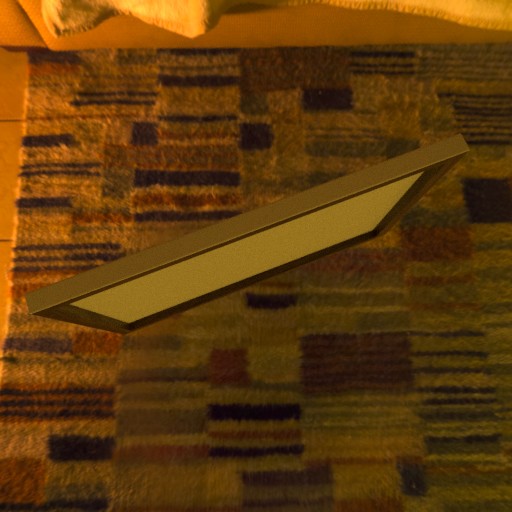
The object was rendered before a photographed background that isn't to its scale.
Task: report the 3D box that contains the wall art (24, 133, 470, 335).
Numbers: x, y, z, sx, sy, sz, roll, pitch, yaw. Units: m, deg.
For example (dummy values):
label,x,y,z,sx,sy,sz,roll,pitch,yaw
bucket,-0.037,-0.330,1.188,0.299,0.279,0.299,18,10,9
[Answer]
label,x,y,z,sx,sy,sz,roll,pitch,yaw
wall art,0.000,0.000,1.444,1.138,0.761,0.051,-21,77,-5
